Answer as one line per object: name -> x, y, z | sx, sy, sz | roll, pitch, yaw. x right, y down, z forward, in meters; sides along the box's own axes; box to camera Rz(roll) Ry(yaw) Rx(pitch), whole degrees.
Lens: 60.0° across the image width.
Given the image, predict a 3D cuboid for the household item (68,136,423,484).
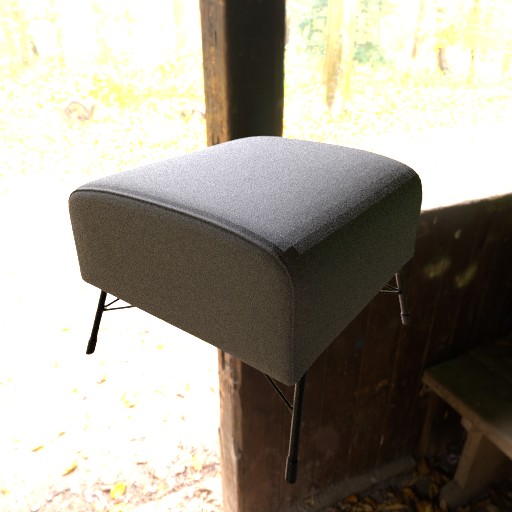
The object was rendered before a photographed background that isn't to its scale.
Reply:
household item -> 0.000, 0.000, 0.911 | 0.530, 0.410, 0.530 | 18, 32, 32
